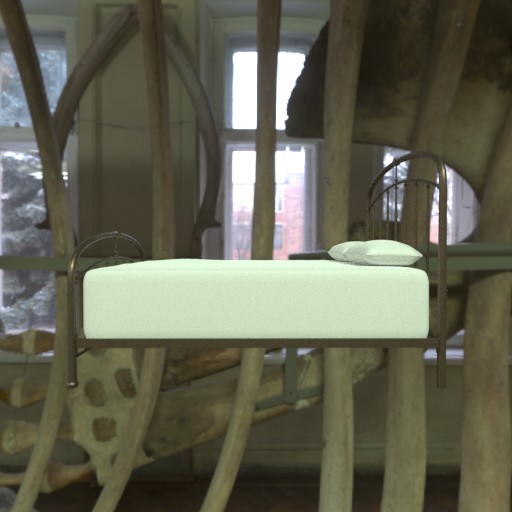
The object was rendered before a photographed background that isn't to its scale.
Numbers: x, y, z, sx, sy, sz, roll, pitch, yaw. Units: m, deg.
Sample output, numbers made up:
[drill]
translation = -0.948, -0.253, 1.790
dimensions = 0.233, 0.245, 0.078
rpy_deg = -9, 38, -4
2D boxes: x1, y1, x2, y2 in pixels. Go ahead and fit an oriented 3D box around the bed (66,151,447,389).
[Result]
[bed]
translation = 0.000, 0.000, 3.335
dimensions = 2.168, 1.475, 1.711
rpy_deg = 0, 1, 0
